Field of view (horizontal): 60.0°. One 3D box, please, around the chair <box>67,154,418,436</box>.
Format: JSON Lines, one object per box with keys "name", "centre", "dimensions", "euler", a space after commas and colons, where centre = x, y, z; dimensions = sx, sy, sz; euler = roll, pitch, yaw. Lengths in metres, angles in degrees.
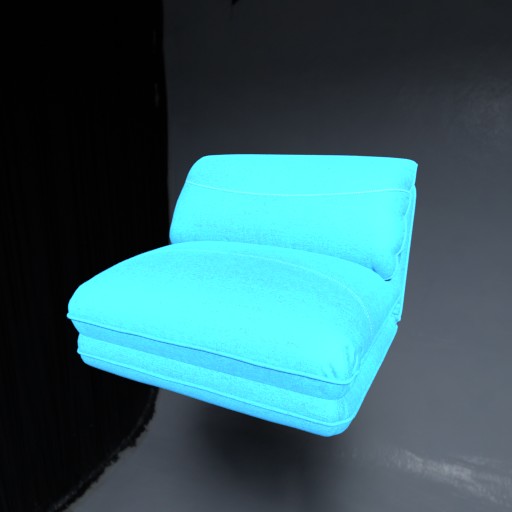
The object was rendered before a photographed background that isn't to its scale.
{"name": "chair", "centre": [0.000, 0.000, 1.332], "dimensions": [0.820, 0.580, 0.780], "euler": [7, 16, 26]}
